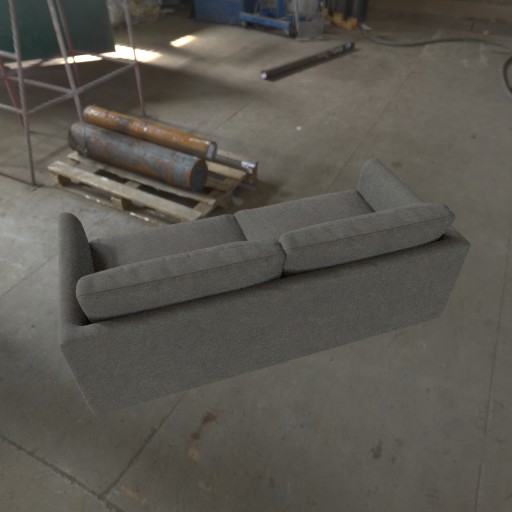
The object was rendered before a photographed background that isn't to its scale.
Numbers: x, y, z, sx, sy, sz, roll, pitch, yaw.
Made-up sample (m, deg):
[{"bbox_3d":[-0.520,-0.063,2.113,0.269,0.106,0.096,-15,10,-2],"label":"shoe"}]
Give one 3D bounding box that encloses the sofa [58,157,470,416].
[{"bbox_3d":[0.000,0.000,2.780,2.257,0.838,1.092,-13,43,-14],"label":"sofa"}]
